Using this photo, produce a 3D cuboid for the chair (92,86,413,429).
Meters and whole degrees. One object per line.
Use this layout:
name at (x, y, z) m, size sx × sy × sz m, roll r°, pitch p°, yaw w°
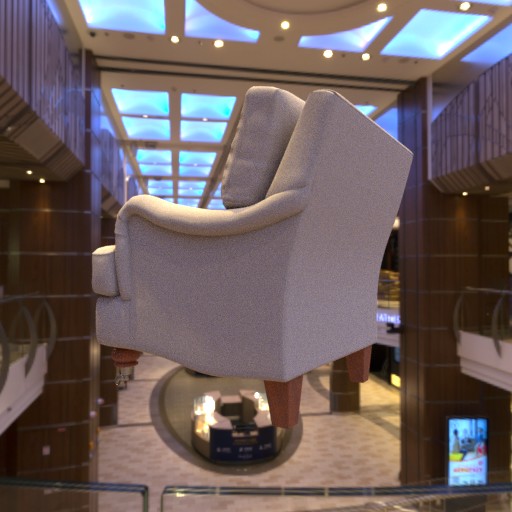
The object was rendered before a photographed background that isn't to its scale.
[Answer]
chair at (0.000, 0.000, 1.845) m, size 1.078 × 1.076 × 0.895 m, roll -1°, pitch -1°, yaw 34°
